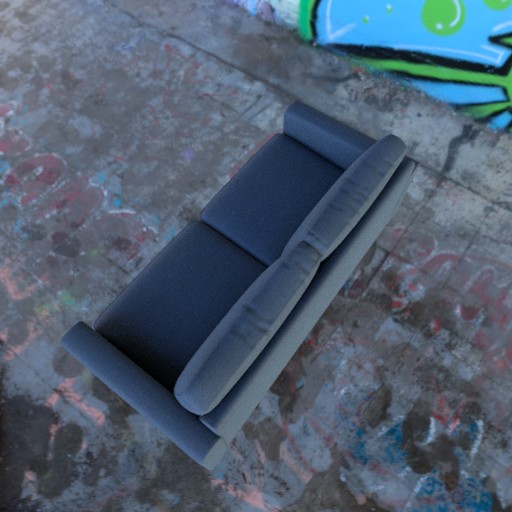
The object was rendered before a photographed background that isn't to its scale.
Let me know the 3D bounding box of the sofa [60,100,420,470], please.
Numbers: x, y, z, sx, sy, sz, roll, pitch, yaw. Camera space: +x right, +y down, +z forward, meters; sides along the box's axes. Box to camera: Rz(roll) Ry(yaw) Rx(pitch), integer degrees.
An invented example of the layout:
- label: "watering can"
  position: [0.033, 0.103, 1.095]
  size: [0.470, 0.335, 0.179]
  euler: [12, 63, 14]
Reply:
- label: "sofa"
  position: [0.000, 0.000, 2.365]
  size: [0.877, 0.865, 1.900]
  euler: [33, 67, 16]
